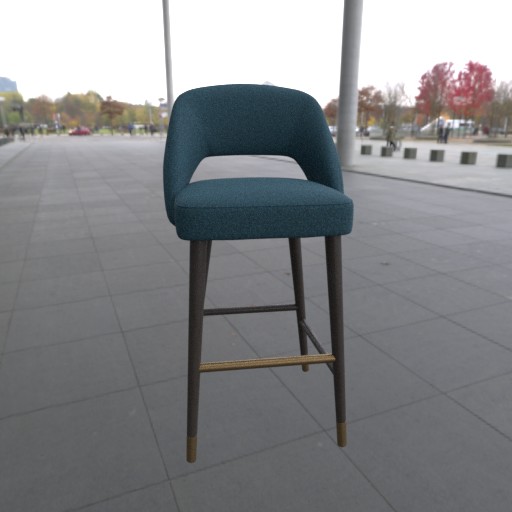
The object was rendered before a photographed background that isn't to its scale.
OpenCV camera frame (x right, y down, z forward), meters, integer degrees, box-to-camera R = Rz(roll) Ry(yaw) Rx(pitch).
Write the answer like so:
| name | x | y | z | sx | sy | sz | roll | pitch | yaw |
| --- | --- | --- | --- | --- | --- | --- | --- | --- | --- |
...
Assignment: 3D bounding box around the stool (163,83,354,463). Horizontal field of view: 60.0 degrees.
| name | x | y | z | sx | sy | sz | roll | pitch | yaw |
| --- | --- | --- | --- | --- | --- | --- | --- | --- | --- |
| stool | 0.000 | 0.000 | 1.363 | 0.536 | 1.032 | 0.522 | -2 | 16 | -8 |
